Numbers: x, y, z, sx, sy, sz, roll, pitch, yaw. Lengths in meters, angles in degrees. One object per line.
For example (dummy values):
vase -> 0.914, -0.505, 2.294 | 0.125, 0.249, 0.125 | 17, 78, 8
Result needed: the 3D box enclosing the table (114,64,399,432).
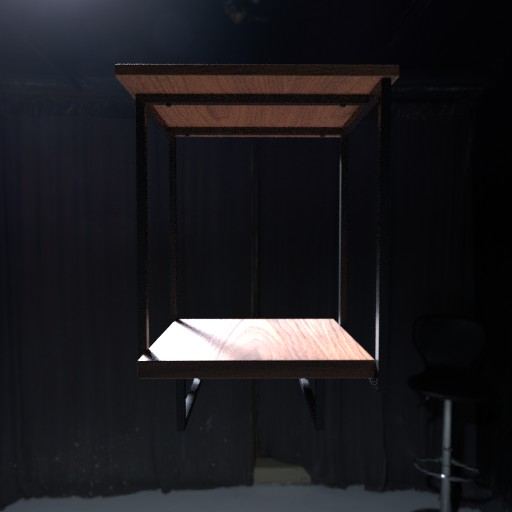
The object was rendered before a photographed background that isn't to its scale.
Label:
table -> 0.000, 0.000, 0.840 | 0.411, 0.567, 0.384 | 0, 2, -1
